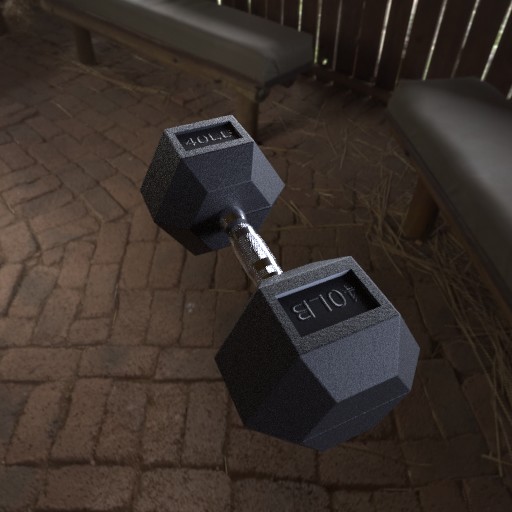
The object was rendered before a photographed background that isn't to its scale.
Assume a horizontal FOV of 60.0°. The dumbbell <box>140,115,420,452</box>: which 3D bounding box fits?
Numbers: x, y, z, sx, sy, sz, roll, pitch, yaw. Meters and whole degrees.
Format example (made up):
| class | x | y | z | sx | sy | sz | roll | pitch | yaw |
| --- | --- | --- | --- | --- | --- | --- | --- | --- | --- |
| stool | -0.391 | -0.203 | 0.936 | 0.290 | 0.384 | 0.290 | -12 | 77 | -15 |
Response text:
| class | x | y | z | sx | sy | sz | roll | pitch | yaw |
| --- | --- | --- | --- | --- | --- | --- | --- | --- | --- |
| dumbbell | 0.000 | 0.000 | 0.439 | 0.157 | 0.137 | 0.361 | -18 | 48 | -17 |
